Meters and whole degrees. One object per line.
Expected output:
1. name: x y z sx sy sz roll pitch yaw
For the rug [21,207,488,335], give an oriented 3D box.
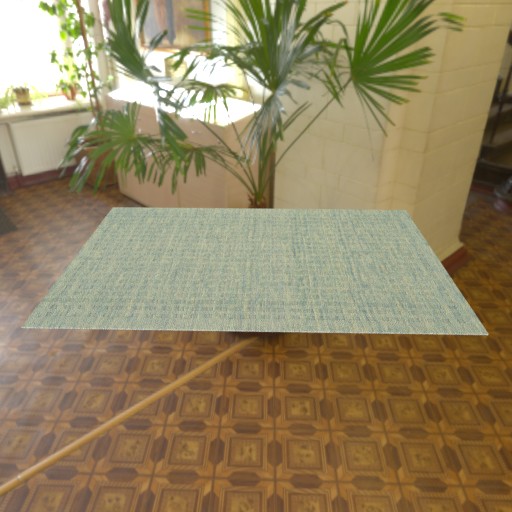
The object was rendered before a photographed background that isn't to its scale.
1. rug: 0.000 0.000 2.159 1.752 0.006 1.142 1 30 1
